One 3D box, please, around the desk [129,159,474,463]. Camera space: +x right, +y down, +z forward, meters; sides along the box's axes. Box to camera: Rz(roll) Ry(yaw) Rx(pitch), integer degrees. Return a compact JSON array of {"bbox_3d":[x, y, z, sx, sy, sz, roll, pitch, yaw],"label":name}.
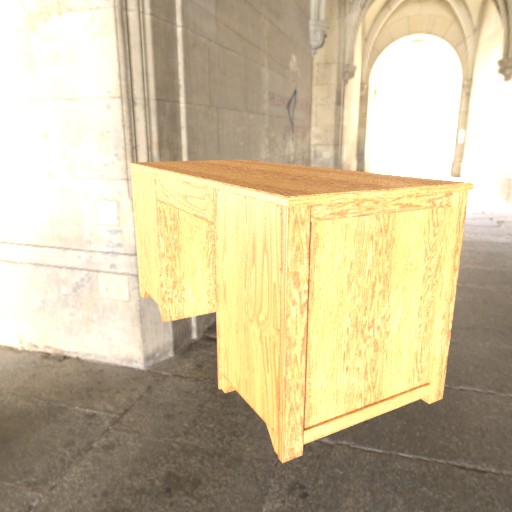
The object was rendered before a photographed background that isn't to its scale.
[{"bbox_3d":[0.000,0.000,1.962,0.685,0.751,1.567,-8,17,-28],"label":"desk"}]
